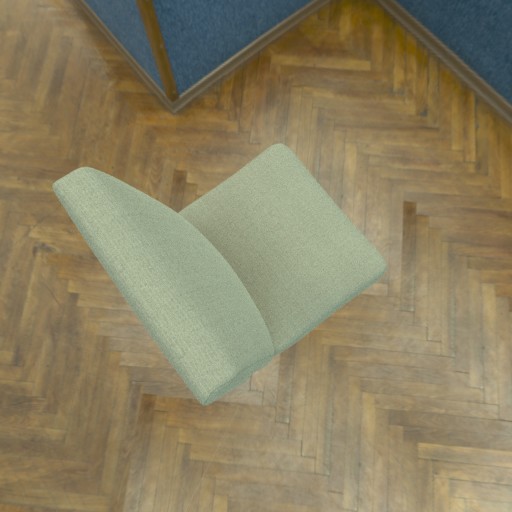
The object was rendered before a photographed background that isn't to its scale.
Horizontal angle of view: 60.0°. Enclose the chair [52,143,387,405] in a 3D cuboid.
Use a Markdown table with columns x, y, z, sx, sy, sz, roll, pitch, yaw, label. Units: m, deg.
| x | y | z | sx | sy | sz | roll | pitch | yaw | label |
| --- | --- | --- | --- | --- | --- | --- | --- | --- | --- |
| 0.000 | 0.000 | 1.215 | 0.586 | 0.911 | 0.507 | -36 | 78 | -9 | chair |
